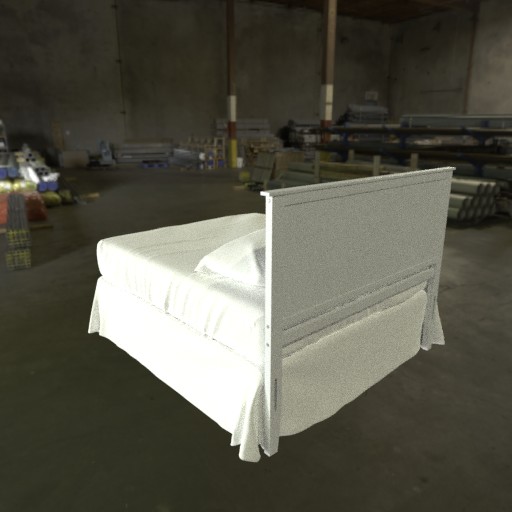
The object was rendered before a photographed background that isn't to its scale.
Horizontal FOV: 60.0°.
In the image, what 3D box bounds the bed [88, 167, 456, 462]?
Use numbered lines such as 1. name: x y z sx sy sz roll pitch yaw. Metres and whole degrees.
1. bed: 0.000 0.000 3.152 1.876 1.269 2.047 -14 22 -40
